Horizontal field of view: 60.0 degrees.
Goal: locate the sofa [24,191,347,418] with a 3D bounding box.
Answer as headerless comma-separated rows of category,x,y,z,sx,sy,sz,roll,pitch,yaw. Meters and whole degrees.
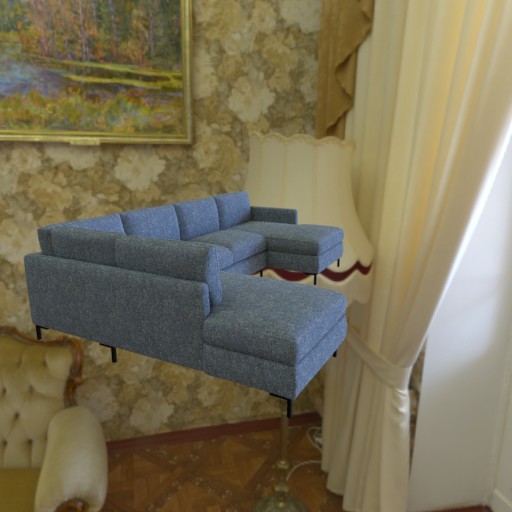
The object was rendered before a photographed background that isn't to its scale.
sofa,0.000,0.000,3.516,1.879,0.756,2.737,7,16,27
